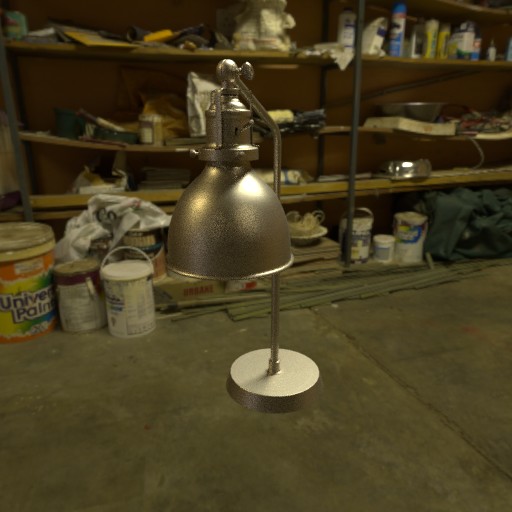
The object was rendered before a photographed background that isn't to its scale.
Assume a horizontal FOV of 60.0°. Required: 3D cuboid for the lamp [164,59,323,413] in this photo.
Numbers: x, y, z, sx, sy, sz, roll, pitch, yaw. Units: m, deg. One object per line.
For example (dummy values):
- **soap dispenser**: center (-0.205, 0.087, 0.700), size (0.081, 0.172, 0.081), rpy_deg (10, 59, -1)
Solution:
- **lamp**: center (0.000, 0.000, 0.577), size (0.153, 0.456, 0.286), rpy_deg (8, 19, 25)
